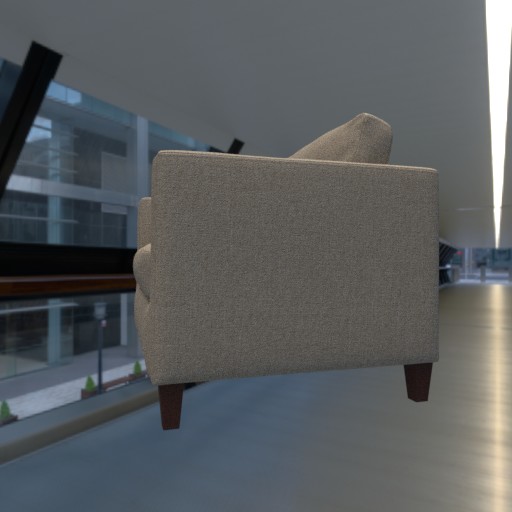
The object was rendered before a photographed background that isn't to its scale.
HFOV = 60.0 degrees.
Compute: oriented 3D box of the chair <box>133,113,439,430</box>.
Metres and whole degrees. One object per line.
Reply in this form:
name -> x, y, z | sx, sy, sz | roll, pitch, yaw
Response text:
chair -> 0.000, 0.000, 1.820 | 0.959, 0.961, 1.107 | 0, 0, -17
